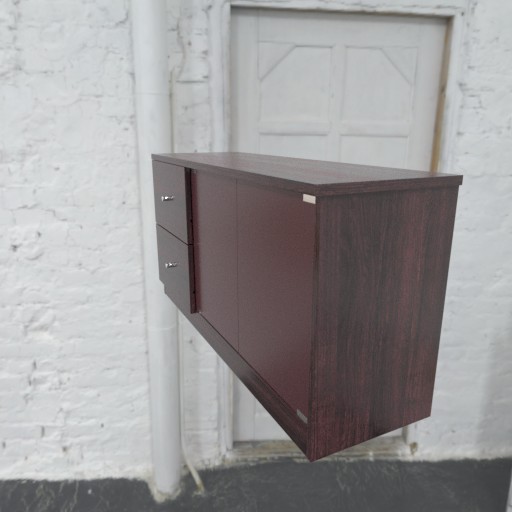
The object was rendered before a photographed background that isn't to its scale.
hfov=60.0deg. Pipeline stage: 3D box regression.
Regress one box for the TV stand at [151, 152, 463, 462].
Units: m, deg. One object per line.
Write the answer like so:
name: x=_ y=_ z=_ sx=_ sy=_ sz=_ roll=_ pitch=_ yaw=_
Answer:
TV stand: x=0.000 y=0.000 z=1.466 sx=0.404 sy=0.614 sz=1.192 roll=-8 pitch=18 yaw=-26
